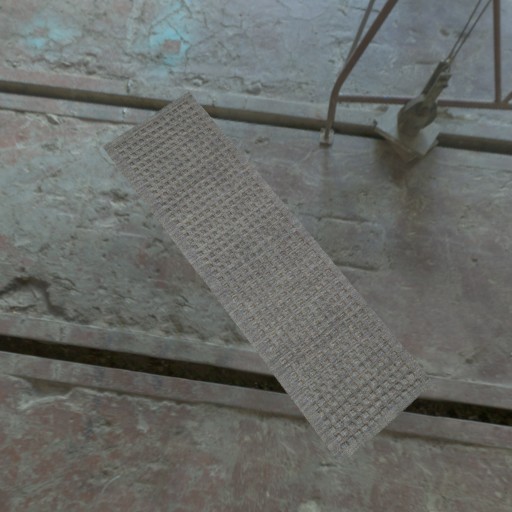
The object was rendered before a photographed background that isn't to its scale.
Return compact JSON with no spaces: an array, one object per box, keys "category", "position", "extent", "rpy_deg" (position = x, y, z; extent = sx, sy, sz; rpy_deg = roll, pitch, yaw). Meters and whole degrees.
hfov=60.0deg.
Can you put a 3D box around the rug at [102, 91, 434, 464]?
[{"category":"rug","position":[0.000,0.000,2.737],"extent":[0.706,0.009,2.443],"rpy_deg":[-36,77,-10]}]
